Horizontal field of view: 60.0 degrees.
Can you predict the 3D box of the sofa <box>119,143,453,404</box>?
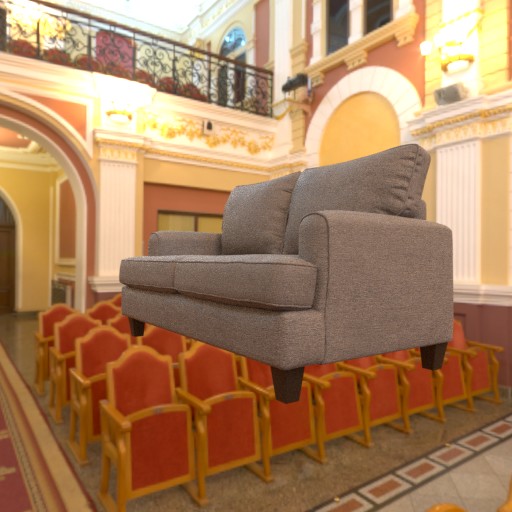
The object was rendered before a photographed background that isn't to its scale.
[{"bbox_3d":[0.000,0.000,2.287,0.965,0.965,1.651,0,0,-34],"label":"sofa"}]
